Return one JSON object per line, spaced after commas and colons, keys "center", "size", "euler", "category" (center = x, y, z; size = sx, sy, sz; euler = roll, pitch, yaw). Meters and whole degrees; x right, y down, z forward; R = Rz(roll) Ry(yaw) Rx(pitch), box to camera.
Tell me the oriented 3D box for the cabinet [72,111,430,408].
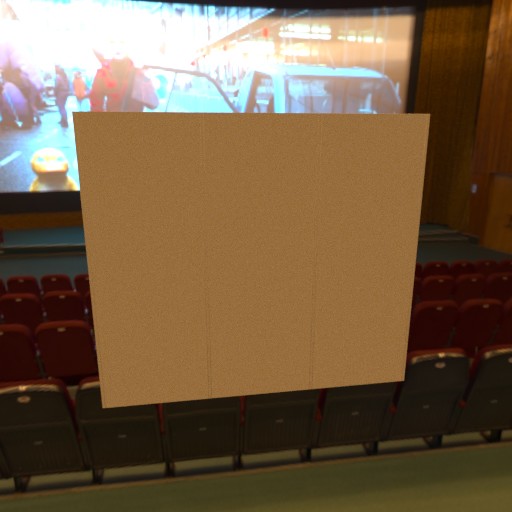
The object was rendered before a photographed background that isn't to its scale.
{"center": [0.000, 0.000, 3.892], "size": [2.700, 2.370, 0.590], "euler": [-2, 15, -9], "category": "cabinet"}
